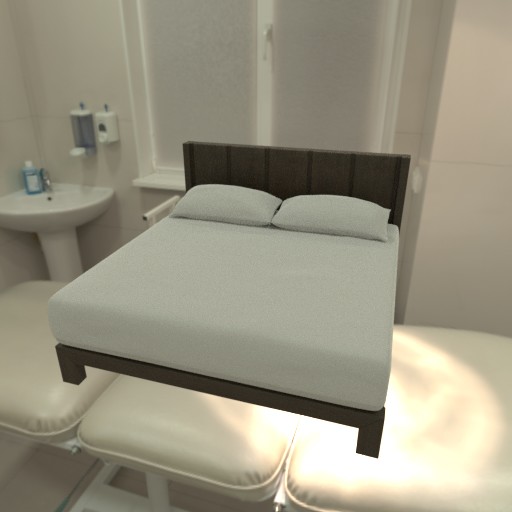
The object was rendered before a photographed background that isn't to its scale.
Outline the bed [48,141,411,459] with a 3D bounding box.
[{"bbox_3d":[0.000,0.000,3.471,2.143,1.261,2.238,8,26,16],"label":"bed"}]
